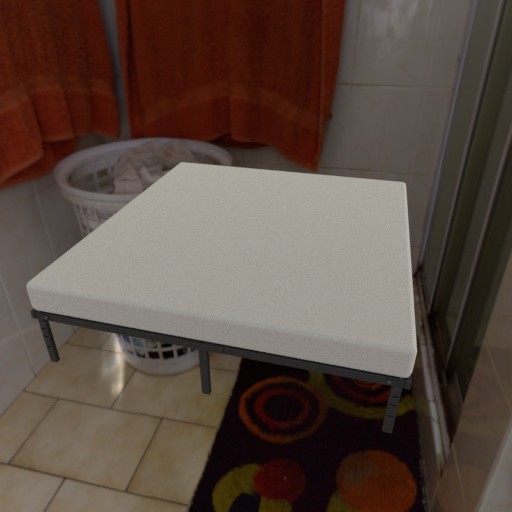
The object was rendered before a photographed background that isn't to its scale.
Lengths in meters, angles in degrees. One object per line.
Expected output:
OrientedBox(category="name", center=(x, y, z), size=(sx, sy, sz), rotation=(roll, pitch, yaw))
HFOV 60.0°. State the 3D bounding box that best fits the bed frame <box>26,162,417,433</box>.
OrientedBox(category="bed frame", center=(0.000, 0.000, 3.914), size=(2.526, 0.680, 2.635), rotation=(8, 31, 13))
